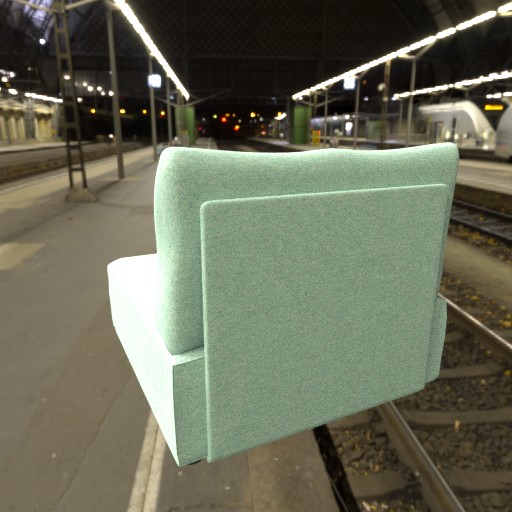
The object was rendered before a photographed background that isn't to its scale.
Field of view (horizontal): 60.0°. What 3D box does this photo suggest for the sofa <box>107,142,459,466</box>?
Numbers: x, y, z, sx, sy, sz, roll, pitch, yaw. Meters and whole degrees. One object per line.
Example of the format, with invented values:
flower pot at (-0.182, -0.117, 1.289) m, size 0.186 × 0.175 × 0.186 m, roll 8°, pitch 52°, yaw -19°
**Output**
sofa at (0.000, 0.000, 1.634) m, size 0.930 × 0.820 × 1.000 m, roll -8°, pitch 18°, yaw -26°
